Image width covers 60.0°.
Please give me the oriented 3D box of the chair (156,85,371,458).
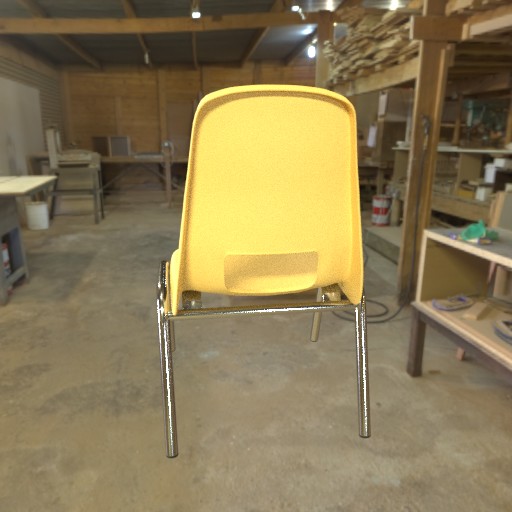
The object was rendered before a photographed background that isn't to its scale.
[{"bbox_3d":[0.000,0.000,0.789,0.354,0.536,0.385,-2,16,-8],"label":"chair"}]
